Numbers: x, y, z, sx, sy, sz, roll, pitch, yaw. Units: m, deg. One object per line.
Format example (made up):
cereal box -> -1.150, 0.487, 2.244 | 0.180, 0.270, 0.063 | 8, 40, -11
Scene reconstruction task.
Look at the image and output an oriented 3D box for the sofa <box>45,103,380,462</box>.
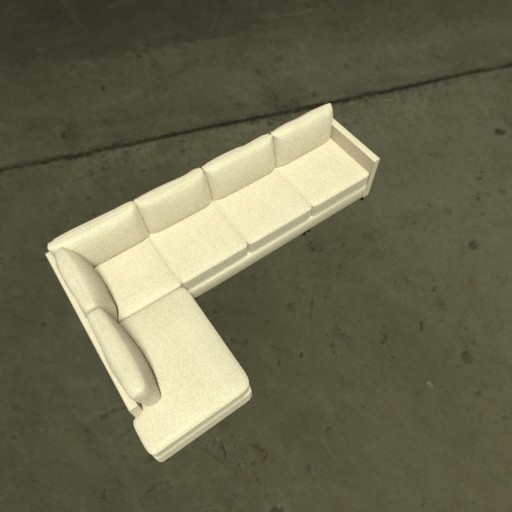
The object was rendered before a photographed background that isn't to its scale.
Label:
sofa -> 0.000, 0.000, 4.316 | 3.384, 0.996, 2.048 | -31, 63, -18
